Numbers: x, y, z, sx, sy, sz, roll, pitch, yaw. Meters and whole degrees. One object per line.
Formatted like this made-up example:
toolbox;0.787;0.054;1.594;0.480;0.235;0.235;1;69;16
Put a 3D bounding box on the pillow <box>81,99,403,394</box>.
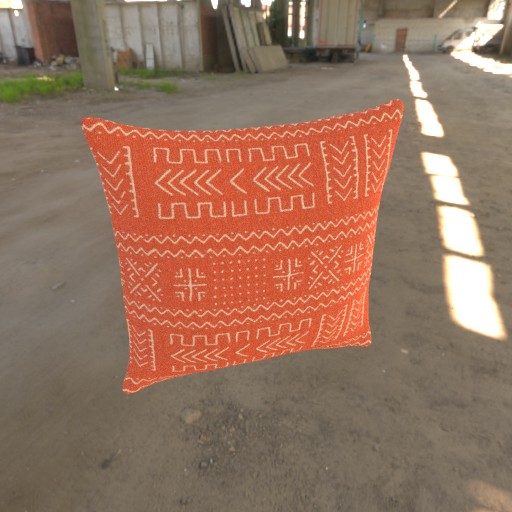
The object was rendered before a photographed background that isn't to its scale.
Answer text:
pillow;0.000;0.000;0.663;0.438;0.429;0.164;-8;28;-15
